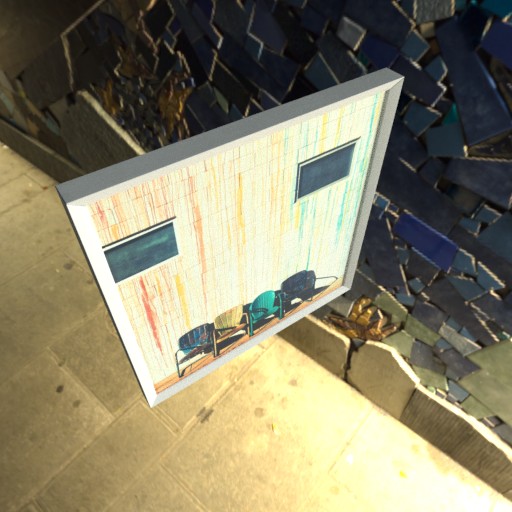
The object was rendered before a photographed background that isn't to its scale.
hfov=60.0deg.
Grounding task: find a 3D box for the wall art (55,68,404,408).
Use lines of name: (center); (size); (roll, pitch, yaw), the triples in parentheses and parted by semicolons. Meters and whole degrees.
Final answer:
wall art: (0.000, 0.000, 0.758); (0.508, 0.508, 0.037); (-27, 53, -22)
